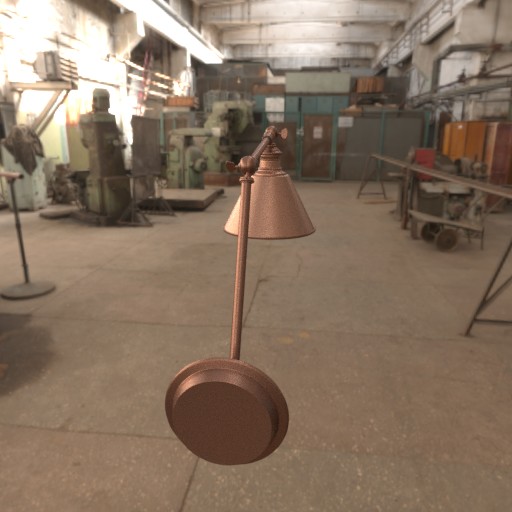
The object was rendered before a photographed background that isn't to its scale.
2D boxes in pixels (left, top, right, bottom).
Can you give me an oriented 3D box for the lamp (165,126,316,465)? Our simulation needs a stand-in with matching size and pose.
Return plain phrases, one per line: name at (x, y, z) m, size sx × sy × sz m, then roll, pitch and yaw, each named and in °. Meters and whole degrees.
lamp at (0.000, 0.000, 0.880) m, size 0.223 × 0.502 × 0.624 m, roll 2°, pitch 16°, yaw 9°
